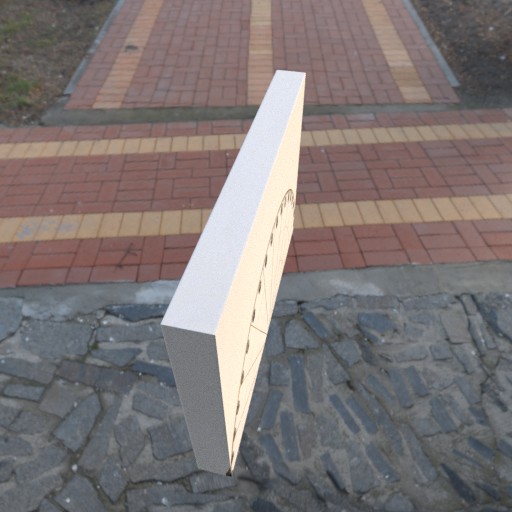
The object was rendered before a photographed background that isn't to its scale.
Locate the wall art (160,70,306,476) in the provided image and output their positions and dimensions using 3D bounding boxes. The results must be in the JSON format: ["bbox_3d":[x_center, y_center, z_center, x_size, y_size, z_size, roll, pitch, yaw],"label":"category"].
[{"bbox_3d":[0.000,0.000,0.495,0.039,0.254,0.384,10,47,9],"label":"wall art"}]
